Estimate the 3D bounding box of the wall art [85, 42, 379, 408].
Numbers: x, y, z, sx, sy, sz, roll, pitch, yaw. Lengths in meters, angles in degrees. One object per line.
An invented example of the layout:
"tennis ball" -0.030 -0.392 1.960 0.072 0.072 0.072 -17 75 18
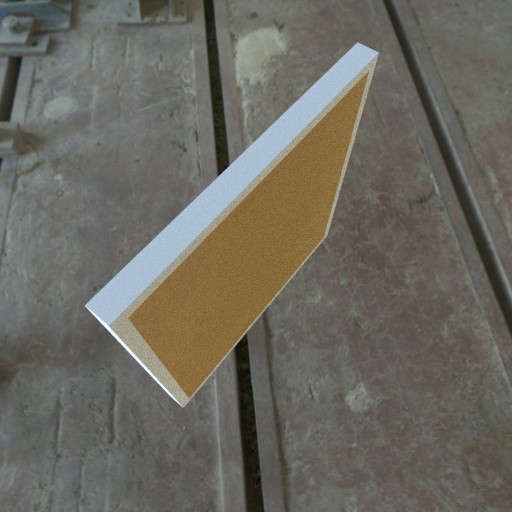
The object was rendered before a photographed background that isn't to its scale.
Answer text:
"wall art" 0.000 0.000 0.757 0.035 0.507 0.508 35 68 17
